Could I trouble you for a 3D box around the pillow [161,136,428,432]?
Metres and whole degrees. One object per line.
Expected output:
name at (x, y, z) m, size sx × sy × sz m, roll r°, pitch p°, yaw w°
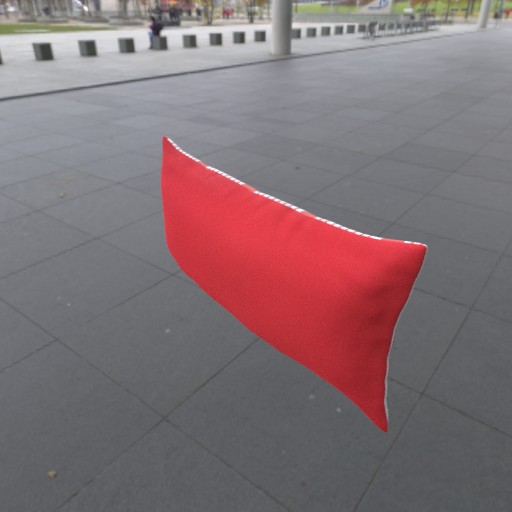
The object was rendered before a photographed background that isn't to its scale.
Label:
pillow at (0.000, 0.000, 0.756) m, size 0.151 × 0.297 × 0.608 m, roll -21°, pitch 35°, yaw -32°
